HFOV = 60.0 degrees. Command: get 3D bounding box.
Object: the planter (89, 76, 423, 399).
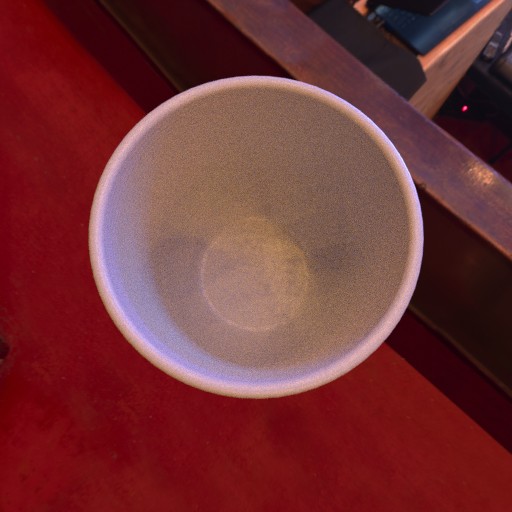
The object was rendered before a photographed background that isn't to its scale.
[{"bbox_3d":[0.000,0.000,0.297,0.170,0.152,0.170,0,77,0],"label":"planter"}]
